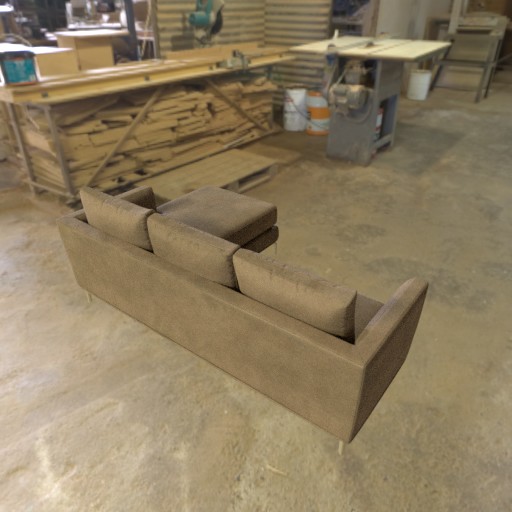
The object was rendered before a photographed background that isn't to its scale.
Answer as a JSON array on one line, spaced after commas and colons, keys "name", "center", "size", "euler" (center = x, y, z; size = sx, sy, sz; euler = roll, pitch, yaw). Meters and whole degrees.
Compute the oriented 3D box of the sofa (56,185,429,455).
[{"name": "sofa", "center": [0.000, 0.000, 3.255], "size": [2.438, 0.987, 1.622], "euler": [21, 37, 31]}]
